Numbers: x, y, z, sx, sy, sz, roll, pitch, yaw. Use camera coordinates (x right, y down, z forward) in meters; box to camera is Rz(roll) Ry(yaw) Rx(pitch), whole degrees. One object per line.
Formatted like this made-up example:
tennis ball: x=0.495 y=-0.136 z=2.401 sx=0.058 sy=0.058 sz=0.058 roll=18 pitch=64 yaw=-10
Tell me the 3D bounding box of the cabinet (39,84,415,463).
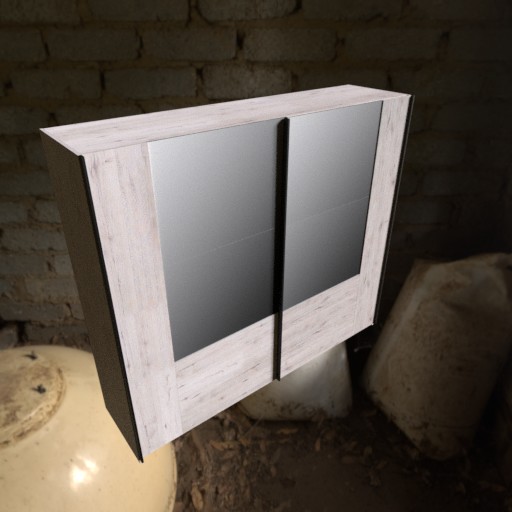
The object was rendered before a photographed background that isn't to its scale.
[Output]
cabinet: x=0.000 y=0.000 z=3.408 sx=2.500 sy=2.180 sz=0.660 roll=-21 pitch=36 yaw=-32
